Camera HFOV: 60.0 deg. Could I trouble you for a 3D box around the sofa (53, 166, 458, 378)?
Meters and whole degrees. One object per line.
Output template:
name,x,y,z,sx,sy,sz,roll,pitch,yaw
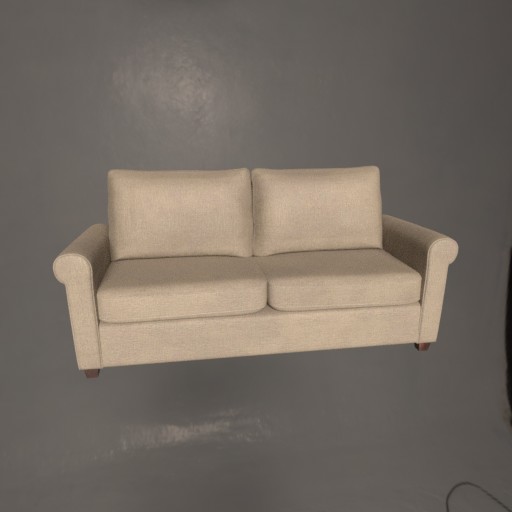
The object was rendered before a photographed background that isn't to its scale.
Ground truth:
sofa,0.000,0.000,2.508,1.935,0.942,0.842,-3,17,-9
